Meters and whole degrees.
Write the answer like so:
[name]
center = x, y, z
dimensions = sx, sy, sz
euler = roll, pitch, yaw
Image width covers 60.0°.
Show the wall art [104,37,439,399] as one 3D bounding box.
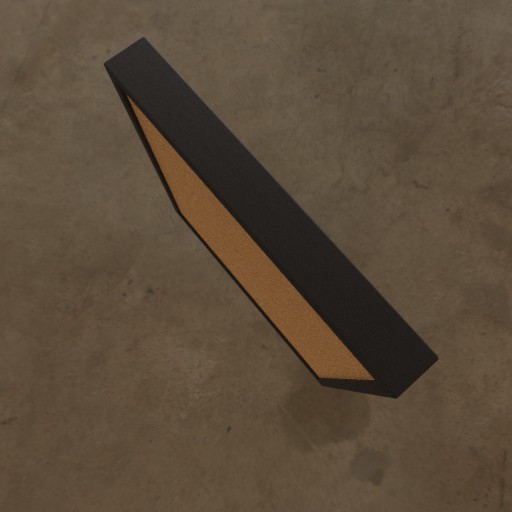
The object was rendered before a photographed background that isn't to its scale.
[wall art]
center = 0.000, 0.000, 0.443
dimensions = 0.037, 0.305, 0.305
euler = -39, 78, -10
